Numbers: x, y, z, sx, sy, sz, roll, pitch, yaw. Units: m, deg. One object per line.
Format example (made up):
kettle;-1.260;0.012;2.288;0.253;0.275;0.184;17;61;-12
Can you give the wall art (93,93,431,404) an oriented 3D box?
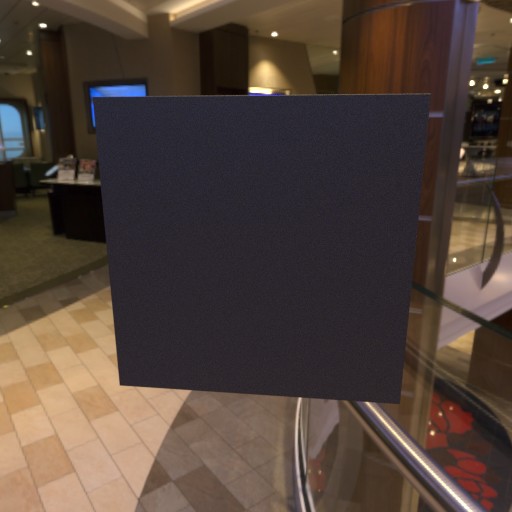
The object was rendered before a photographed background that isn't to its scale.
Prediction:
wall art;0.000;0.000;0.746;0.507;0.507;0.038;2;16;6
